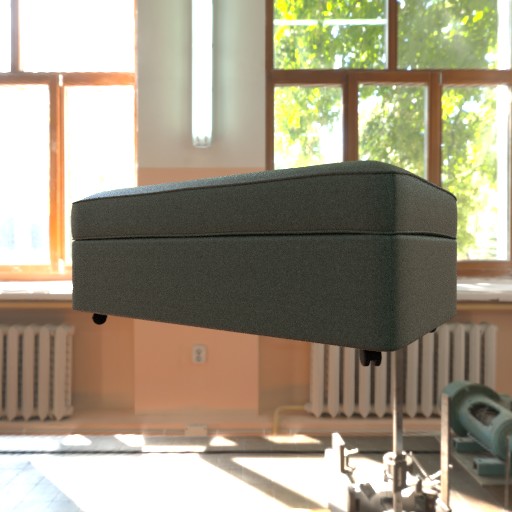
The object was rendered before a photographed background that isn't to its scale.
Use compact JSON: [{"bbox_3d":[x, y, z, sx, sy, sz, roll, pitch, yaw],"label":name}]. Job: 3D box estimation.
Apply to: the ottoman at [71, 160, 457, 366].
[{"bbox_3d":[0.000,0.000,1.520,1.173,0.494,0.681,1,1,35],"label":"ottoman"}]
